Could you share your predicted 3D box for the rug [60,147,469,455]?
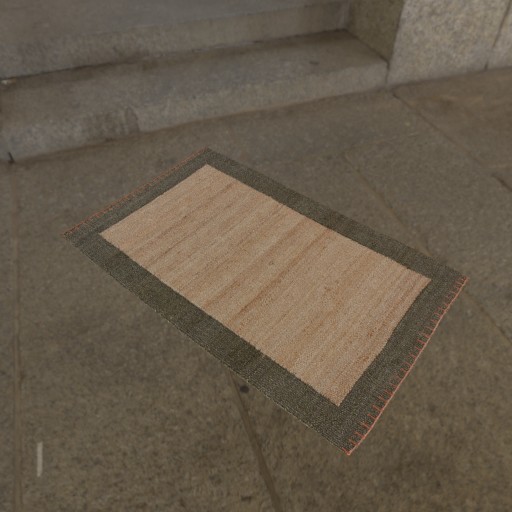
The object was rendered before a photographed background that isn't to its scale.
[{"bbox_3d":[0.000,0.000,3.054,2.435,0.006,1.521,31,54,26],"label":"rug"}]
